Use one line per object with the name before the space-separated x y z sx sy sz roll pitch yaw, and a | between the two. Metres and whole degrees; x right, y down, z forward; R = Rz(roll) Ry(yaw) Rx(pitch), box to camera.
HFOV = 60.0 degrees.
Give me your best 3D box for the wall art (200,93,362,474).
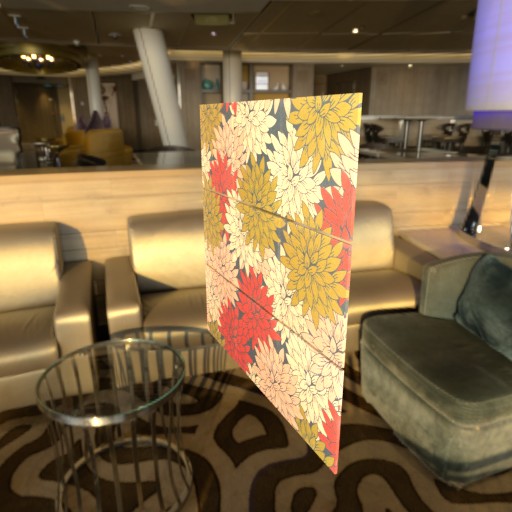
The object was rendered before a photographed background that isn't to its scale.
wall art | 0.000 0.000 2.319 0.013 1.534 1.519 -9 19 -26
